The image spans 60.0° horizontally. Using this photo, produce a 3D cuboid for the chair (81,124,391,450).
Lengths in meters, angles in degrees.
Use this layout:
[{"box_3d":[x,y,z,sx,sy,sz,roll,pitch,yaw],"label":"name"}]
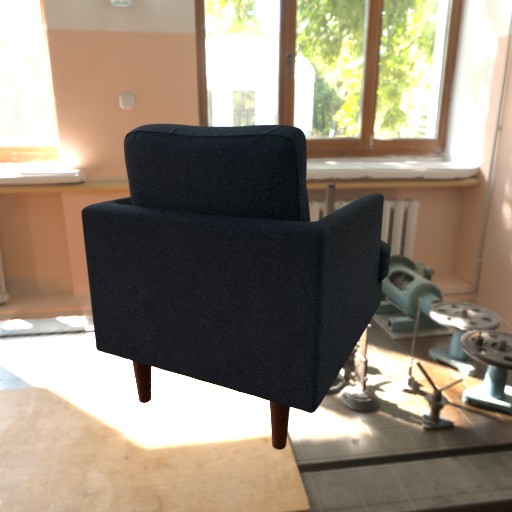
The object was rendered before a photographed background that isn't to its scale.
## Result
[{"box_3d":[0.000,0.000,1.681,0.858,0.957,0.899,8,18,26],"label":"chair"}]
